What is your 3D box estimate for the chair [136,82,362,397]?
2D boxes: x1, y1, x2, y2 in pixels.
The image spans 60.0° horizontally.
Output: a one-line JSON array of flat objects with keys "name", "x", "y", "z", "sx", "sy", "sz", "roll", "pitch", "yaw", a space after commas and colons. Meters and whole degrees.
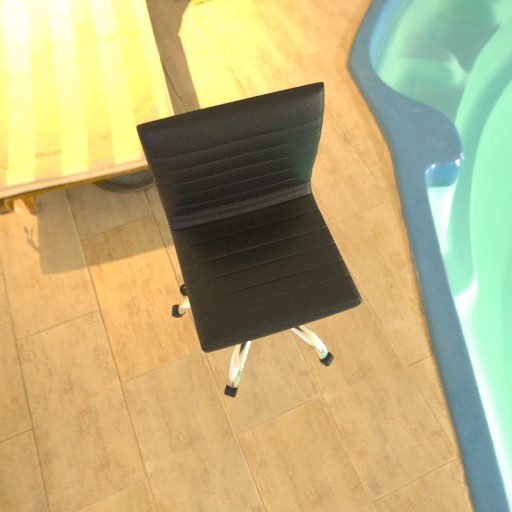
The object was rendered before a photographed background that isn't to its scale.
[{"name": "chair", "x": 0.000, "y": 0.000, "z": 1.155, "sx": 0.556, "sy": 0.780, "sz": 0.530, "roll": -16, "pitch": 65, "yaw": -8}]
